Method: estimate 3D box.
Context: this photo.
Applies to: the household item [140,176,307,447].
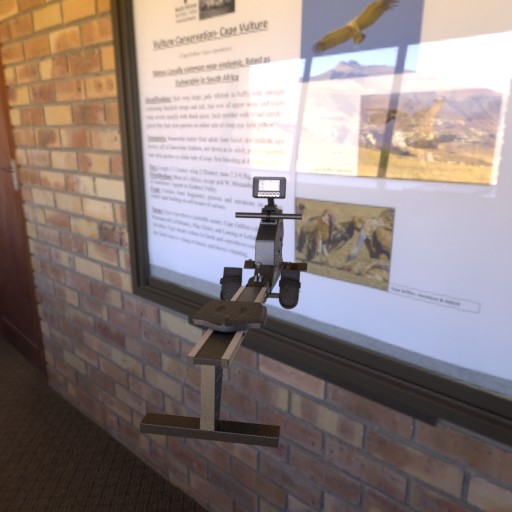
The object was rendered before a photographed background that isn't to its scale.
[{"bbox_3d":[0.000,0.000,2.597,0.521,0.810,2.251,2,16,9],"label":"household item"}]
